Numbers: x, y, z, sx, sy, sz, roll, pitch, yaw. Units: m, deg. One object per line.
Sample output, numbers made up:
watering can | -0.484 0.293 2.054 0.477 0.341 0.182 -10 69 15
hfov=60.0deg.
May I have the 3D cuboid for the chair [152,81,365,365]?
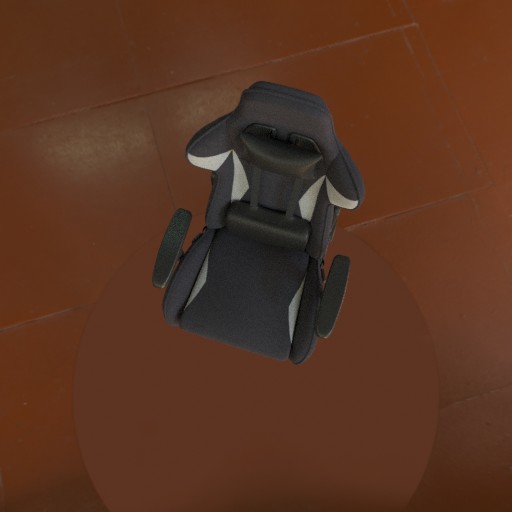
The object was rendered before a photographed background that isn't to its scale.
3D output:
chair | 0.000 0.000 1.733 0.730 1.300 0.695 16 75 4
